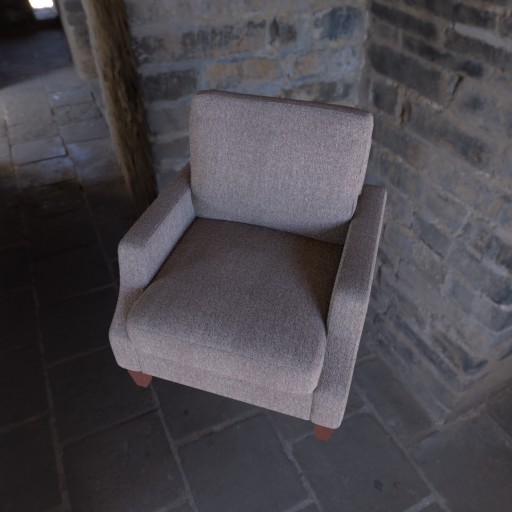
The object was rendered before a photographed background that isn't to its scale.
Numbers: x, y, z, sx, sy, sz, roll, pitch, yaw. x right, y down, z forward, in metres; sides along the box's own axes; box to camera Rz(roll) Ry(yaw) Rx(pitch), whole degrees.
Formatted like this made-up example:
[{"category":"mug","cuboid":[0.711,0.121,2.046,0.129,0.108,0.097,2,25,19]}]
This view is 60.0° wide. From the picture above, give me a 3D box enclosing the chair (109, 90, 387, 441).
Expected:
[{"category":"chair","cuboid":[0.000,0.000,1.668,0.855,0.993,0.897,12,43,13]}]
